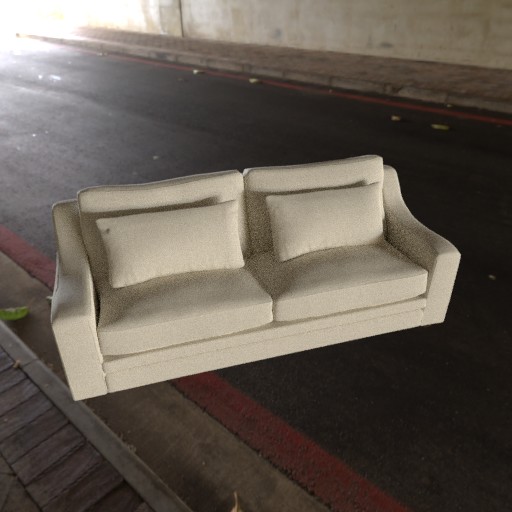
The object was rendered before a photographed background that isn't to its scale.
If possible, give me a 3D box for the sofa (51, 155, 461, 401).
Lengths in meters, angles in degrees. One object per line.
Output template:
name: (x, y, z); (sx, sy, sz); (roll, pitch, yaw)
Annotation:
sofa: (0.000, 0.000, 2.955); (2.470, 1.022, 1.009); (-9, 33, -14)
